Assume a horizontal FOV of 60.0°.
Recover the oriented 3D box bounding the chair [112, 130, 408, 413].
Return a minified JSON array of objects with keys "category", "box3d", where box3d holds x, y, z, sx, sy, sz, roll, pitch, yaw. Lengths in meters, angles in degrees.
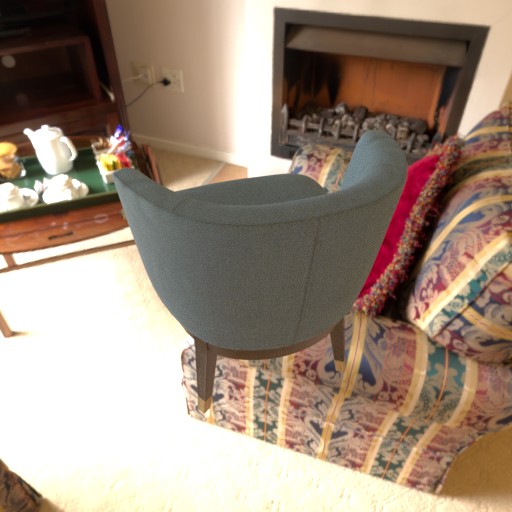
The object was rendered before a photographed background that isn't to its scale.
[{"category":"chair","box3d":[0.000,0.000,1.256,0.661,0.760,0.702,-12,42,-14]}]
